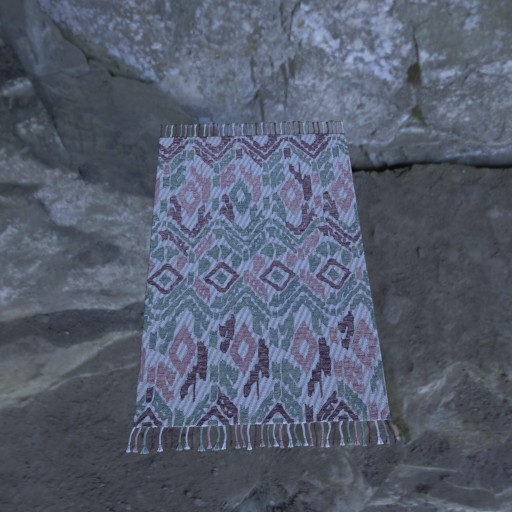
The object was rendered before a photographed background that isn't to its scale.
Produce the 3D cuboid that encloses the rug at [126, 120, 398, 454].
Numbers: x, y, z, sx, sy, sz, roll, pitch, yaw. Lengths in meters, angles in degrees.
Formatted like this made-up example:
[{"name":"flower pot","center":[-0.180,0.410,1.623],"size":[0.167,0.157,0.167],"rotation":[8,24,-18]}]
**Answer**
[{"name":"rug","center":[0.000,0.000,3.033],"size":[1.524,0.011,2.438],"rotation":[-2,63,-1]}]
